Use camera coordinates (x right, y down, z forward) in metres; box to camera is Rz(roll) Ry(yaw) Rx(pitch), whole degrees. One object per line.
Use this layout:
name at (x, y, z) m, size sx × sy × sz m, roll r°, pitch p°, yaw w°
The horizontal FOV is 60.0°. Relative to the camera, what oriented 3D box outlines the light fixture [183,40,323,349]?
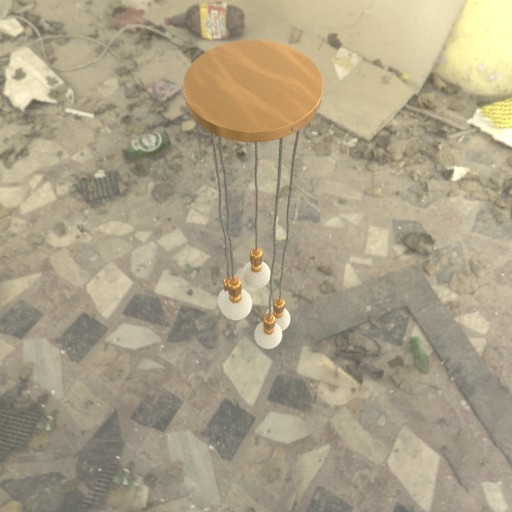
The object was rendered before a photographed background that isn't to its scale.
light fixture at (0.000, 0.000, 0.499) m, size 0.108 × 0.457 × 0.105 m, roll -29°, pitch 63°, yaw -16°
